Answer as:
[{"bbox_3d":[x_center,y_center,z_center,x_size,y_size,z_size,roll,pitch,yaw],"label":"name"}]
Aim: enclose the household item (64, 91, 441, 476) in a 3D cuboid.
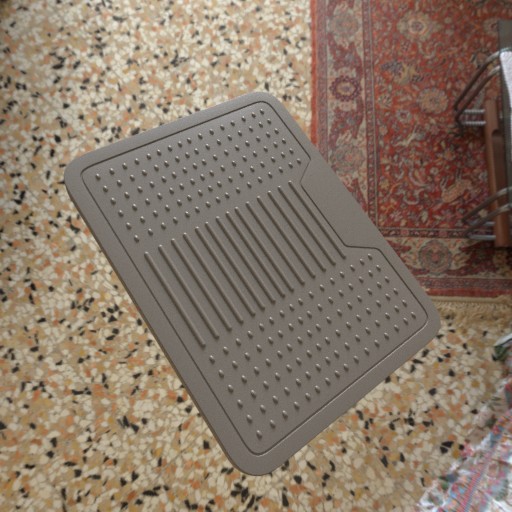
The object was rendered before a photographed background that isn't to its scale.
[{"bbox_3d":[0.000,0.000,0.524,0.301,0.126,0.390,-33,79,-7],"label":"household item"}]
